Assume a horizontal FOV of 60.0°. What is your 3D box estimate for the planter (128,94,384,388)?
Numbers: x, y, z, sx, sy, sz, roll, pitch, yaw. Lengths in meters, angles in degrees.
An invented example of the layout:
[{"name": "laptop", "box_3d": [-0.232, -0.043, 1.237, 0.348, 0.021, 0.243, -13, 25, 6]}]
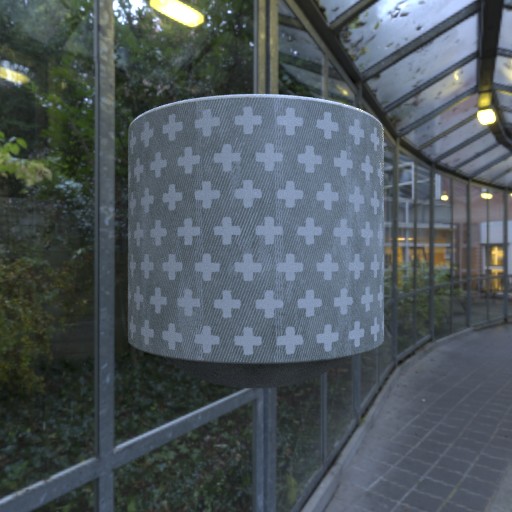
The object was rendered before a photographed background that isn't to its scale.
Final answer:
[{"name": "planter", "box_3d": [0.000, 0.000, 0.451, 0.250, 0.239, 0.250, 0, 0, 0]}]
